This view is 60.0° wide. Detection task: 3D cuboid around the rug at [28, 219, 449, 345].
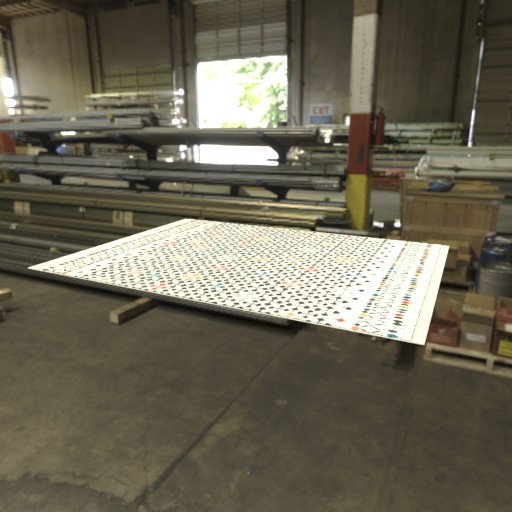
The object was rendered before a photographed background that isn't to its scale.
[{"bbox_3d":[0.000,0.000,2.009,1.556,0.006,1.146,8,18,25],"label":"rug"}]
